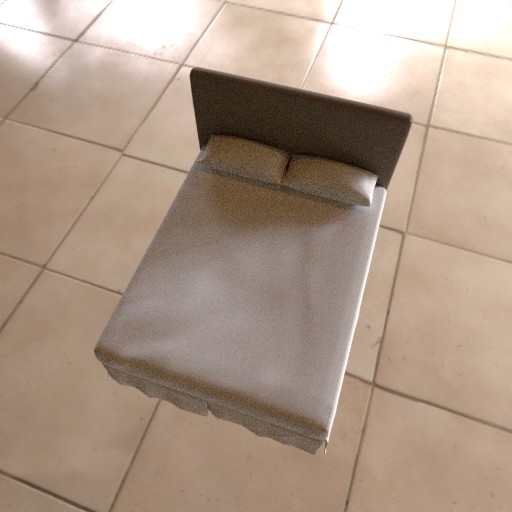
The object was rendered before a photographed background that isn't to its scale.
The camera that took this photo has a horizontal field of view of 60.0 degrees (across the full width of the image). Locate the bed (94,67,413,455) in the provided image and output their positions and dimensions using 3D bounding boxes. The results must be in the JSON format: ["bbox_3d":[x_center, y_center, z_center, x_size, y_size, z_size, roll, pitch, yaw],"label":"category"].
[{"bbox_3d":[0.000,0.000,3.210,1.723,1.330,2.142,16,60,9],"label":"bed"}]
